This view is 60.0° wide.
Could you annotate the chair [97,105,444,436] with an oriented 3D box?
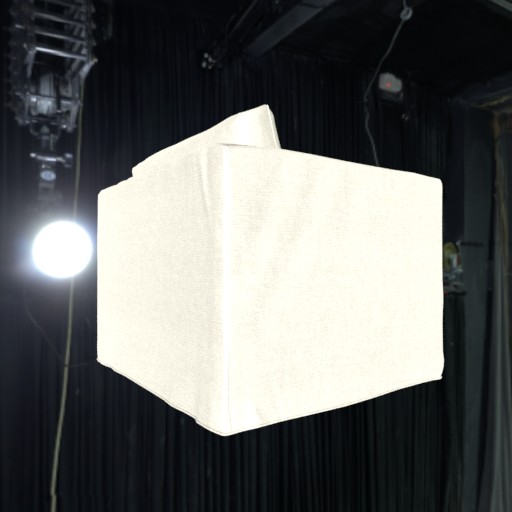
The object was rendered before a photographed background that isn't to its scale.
[{"bbox_3d":[0.000,0.000,1.723,0.949,0.867,1.057,0,-1,-36],"label":"chair"}]
